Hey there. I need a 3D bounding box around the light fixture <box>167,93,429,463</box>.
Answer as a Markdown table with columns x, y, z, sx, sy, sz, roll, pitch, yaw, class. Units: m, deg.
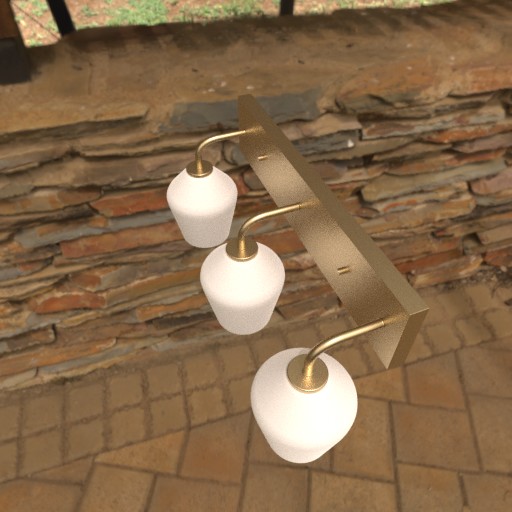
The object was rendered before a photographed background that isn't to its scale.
| x | y | z | sx | sy | sz | roll | pitch | yaw | class |
| --- | --- | --- | --- | --- | --- | --- | --- | --- | --- |
| 0.000 | 0.000 | 0.724 | 0.190 | 0.280 | 0.609 | -16 | 48 | -15 | light fixture |
